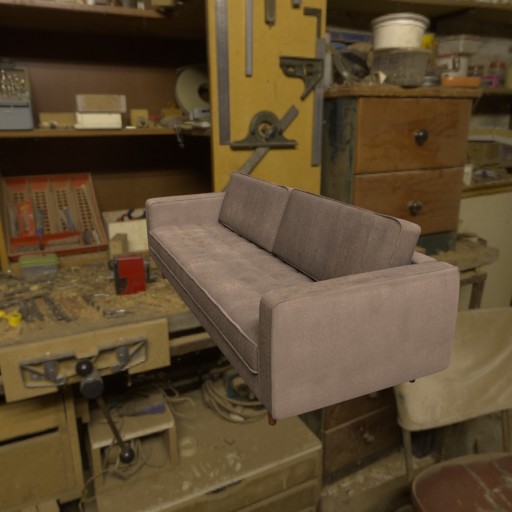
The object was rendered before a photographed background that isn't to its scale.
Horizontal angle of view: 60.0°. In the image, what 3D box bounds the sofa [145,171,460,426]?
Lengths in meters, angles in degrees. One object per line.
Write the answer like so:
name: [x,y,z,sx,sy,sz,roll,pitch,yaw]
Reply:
sofa: [0.000,0.000,2.714,0.923,0.813,2.295,-8,19,-23]
